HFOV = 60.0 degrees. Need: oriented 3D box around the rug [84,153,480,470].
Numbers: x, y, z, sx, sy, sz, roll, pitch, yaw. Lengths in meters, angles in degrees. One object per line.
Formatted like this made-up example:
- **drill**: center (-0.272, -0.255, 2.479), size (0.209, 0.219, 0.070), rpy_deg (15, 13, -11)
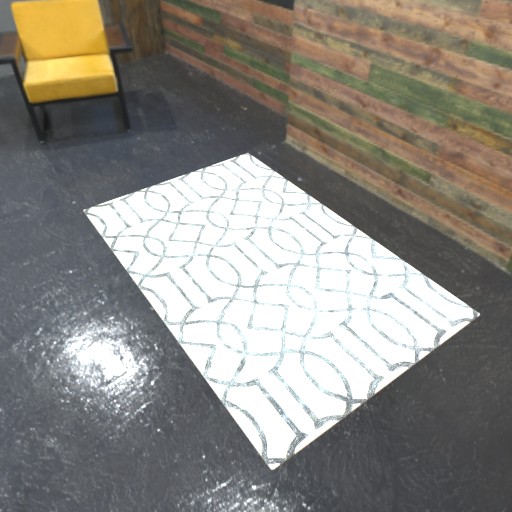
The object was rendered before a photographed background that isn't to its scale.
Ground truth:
- **rug**: center (0.000, 0.000, 2.961), size (1.521, 0.017, 2.365), rpy_deg (-25, 47, -26)
